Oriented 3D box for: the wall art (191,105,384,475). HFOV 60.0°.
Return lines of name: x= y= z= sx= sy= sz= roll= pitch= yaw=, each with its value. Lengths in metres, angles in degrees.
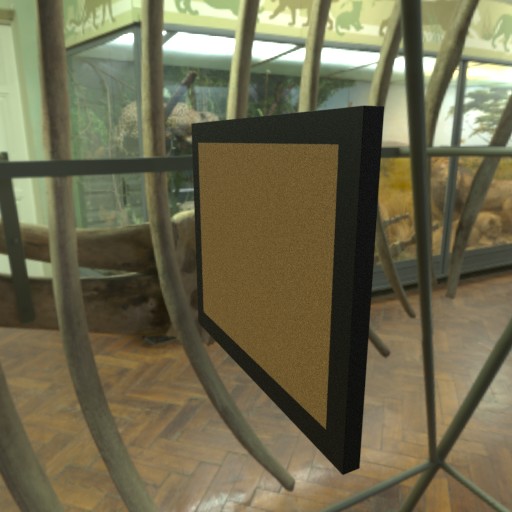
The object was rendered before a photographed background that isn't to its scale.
wall art: x=0.000 y=0.000 z=0.770 sx=0.028 sy=0.460 sz=0.561 roll=-7 pitch=16 yaw=-26
